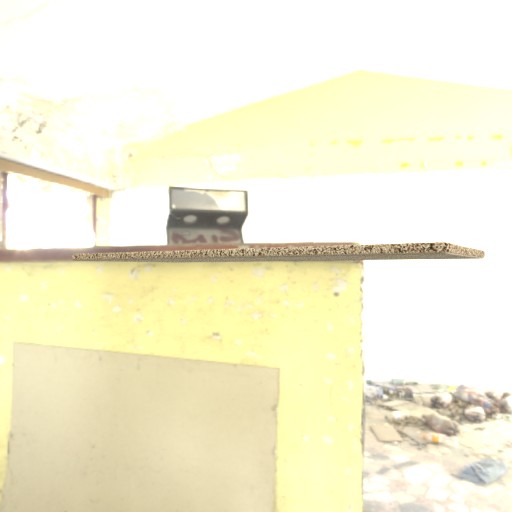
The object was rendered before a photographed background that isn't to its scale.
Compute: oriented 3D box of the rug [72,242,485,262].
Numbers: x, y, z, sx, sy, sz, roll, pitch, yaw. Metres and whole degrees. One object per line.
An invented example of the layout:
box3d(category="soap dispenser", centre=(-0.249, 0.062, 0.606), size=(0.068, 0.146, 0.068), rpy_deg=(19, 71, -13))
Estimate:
box3d(category="rug", centre=(0.000, 0.000, 1.726), size=(1.524, 0.030, 0.609), rpy_deg=(-1, -2, 35))
